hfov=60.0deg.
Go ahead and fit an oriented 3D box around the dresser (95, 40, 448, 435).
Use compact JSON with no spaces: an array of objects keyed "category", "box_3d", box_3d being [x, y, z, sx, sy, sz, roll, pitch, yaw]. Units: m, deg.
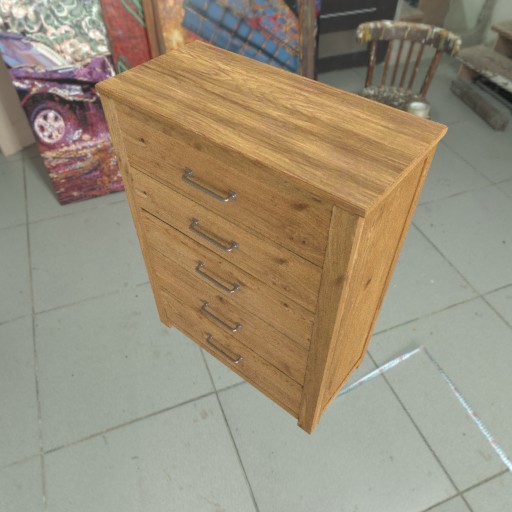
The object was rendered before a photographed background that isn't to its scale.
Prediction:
[{"category":"dresser","box_3d":[0.000,0.000,1.971,1.081,1.431,0.558,31,54,26]}]
